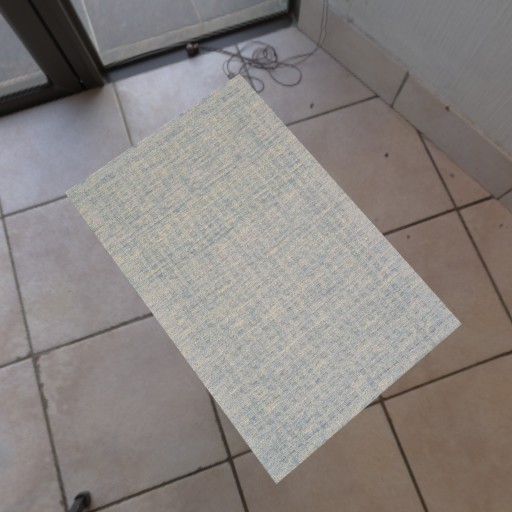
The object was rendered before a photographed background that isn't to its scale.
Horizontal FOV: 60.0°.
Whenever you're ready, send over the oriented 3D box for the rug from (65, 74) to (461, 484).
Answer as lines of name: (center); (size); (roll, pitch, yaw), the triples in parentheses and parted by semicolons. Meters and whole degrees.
rug: (0.000, 0.000, 2.214); (1.142, 0.006, 1.752); (-37, 79, -8)
